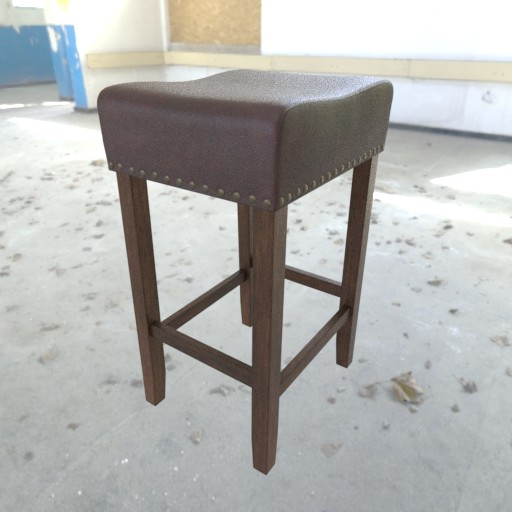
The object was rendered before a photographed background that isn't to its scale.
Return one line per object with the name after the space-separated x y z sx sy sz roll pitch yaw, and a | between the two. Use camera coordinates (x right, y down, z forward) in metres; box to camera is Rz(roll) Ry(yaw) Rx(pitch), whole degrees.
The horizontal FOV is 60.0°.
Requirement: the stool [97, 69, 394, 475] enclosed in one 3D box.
0.000 0.000 1.037 0.401 0.769 0.465 18 32 31 | stool
